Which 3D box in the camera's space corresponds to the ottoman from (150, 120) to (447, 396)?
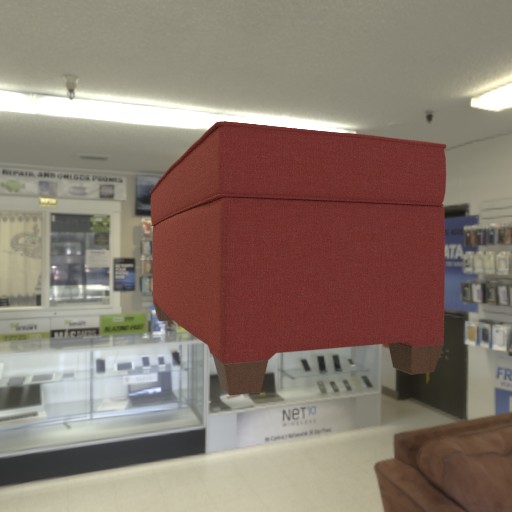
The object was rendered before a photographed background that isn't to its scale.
[{"bbox_3d":[0.000,0.000,1.223,0.497,0.454,0.948,0,1,-20],"label":"ottoman"}]
